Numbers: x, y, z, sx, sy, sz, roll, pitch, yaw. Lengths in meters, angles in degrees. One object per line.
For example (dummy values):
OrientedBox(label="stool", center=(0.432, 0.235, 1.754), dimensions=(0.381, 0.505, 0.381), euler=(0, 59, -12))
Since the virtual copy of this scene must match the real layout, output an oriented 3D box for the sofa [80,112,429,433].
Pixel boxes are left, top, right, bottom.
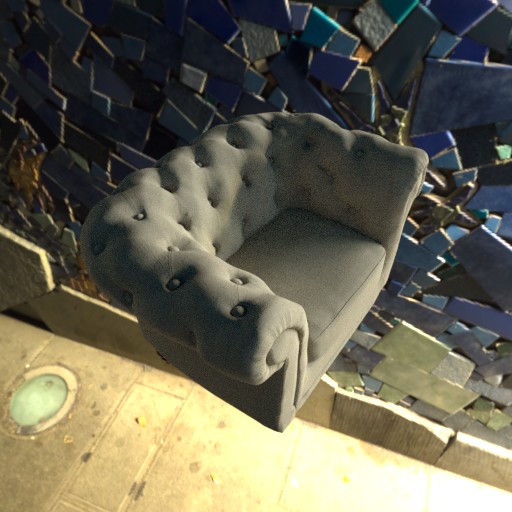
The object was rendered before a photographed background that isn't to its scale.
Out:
OrientedBox(label="sofa", center=(0.000, 0.000, 2.028), dimensions=(1.034, 0.878, 1.405), euler=(26, 49, 26))
